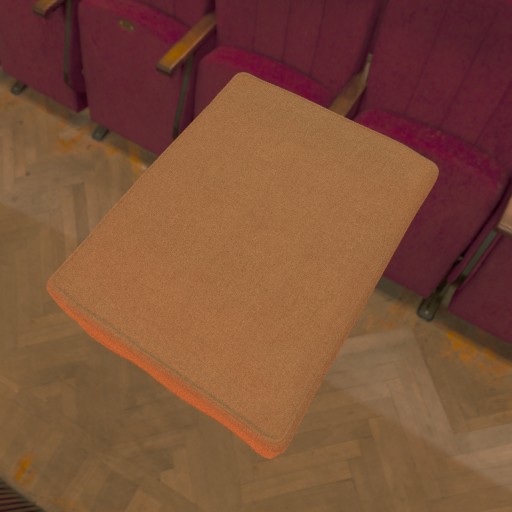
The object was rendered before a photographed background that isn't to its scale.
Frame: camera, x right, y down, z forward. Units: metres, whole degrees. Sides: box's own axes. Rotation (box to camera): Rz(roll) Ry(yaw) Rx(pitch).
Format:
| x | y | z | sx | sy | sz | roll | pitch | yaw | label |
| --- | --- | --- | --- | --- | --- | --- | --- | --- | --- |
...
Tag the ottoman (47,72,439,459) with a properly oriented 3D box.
| x | y | z | sx | sy | sz | roll | pitch | yaw | label |
| --- | --- | --- | --- | --- | --- | --- | --- | --- | --- |
| 0.000 | 0.000 | 1.239 | 0.650 | 0.485 | 0.833 | 30 | 67 | 14 | ottoman |
